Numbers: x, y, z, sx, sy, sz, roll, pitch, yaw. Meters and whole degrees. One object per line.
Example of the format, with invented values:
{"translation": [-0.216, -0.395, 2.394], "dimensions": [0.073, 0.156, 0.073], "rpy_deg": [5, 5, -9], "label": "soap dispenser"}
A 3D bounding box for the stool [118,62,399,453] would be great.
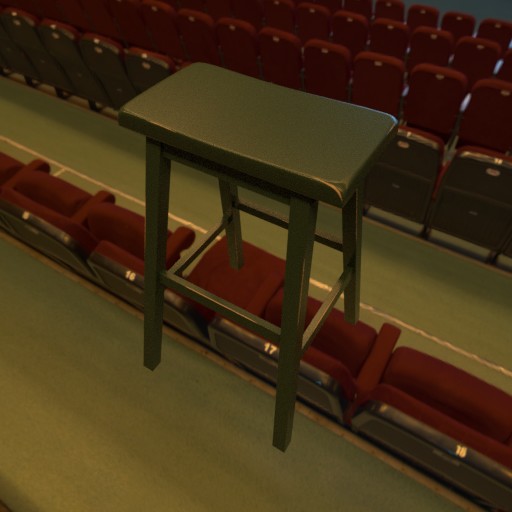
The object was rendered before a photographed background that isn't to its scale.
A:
{"translation": [0.000, 0.000, 1.048], "dimensions": [0.457, 0.737, 0.476], "rpy_deg": [24, 51, 21], "label": "stool"}
